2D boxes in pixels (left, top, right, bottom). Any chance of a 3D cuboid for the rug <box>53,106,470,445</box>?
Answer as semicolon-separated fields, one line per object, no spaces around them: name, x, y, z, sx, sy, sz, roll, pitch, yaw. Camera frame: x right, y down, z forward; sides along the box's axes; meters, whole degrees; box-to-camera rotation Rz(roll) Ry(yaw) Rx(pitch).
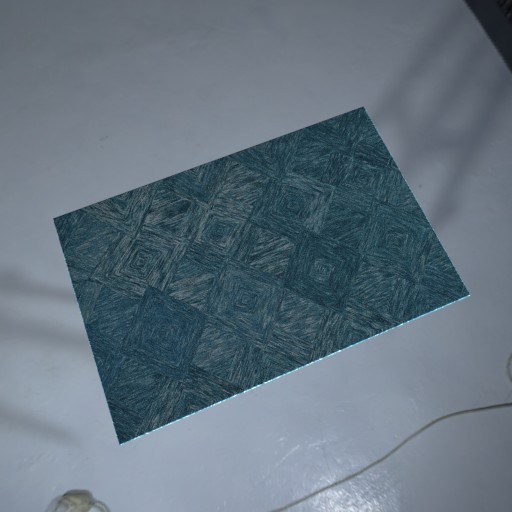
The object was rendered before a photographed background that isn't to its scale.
rug;0.000;0.000;2.837;2.277;0.015;1.490;-21;74;-7
